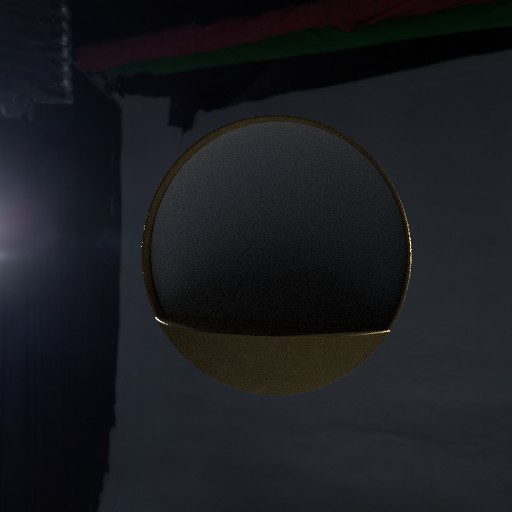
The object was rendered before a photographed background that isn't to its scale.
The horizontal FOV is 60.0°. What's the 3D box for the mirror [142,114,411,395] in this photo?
[{"bbox_3d":[0.000,0.000,0.690,0.457,0.457,0.133,0,1,18],"label":"mirror"}]
